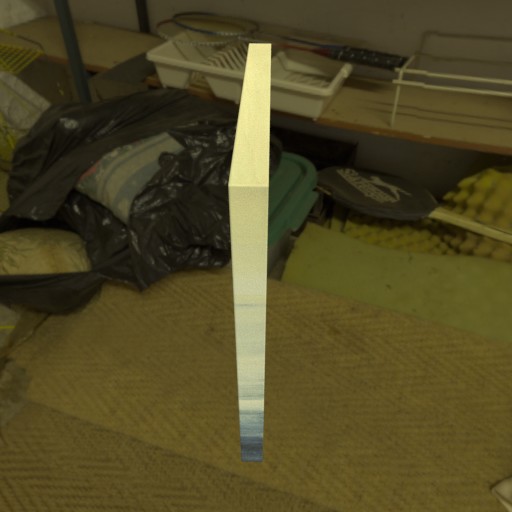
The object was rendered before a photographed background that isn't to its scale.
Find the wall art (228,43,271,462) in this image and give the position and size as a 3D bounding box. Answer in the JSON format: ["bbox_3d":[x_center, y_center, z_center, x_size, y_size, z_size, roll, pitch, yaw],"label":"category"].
[{"bbox_3d":[0.000,0.000,0.827,0.040,0.608,0.489,1,41,1],"label":"wall art"}]
